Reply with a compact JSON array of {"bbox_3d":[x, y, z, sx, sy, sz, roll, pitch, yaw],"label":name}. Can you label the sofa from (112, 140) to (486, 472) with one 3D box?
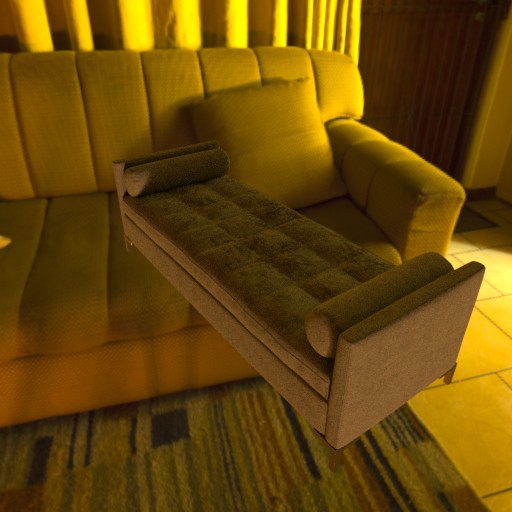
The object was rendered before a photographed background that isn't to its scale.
[{"bbox_3d":[0.000,0.000,2.449,0.797,0.657,2.102,-21,37,-30],"label":"sofa"}]
